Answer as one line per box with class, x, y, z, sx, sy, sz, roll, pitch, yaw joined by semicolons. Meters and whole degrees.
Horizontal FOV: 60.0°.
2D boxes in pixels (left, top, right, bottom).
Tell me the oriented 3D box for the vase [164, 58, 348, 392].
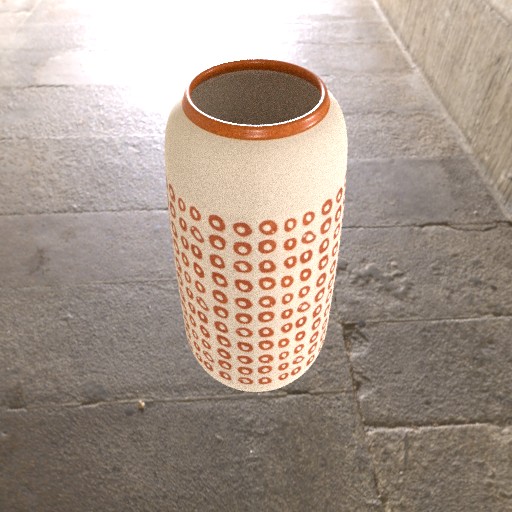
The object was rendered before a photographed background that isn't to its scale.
vase;0.000;0.000;0.356;0.133;0.282;0.133;0;48;0
